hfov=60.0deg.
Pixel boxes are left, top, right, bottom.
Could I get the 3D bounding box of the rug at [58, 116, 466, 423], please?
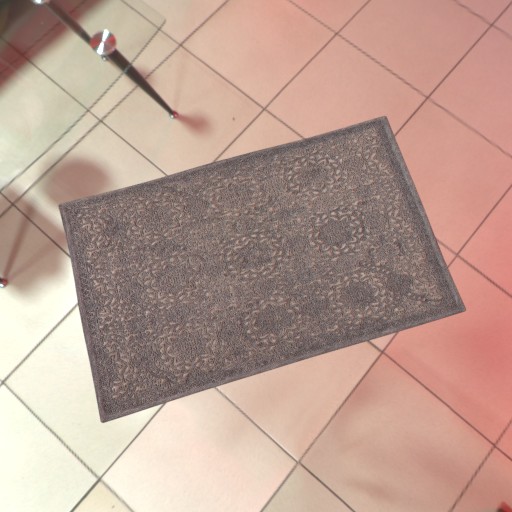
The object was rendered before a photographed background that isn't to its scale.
[{"bbox_3d":[0.000,0.000,3.065,2.498,0.022,1.535,-16,76,-4],"label":"rug"}]
